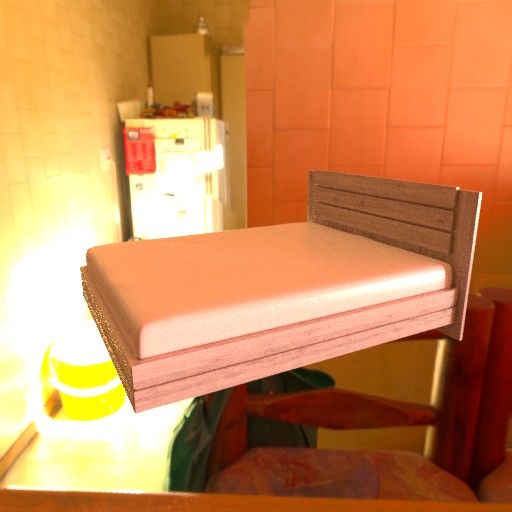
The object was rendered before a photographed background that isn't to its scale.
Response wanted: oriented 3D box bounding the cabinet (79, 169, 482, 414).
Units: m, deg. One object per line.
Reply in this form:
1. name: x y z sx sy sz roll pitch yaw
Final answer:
1. cabinet: 0.000 0.000 3.003 2.080 0.970 1.750 -8 18 -27
